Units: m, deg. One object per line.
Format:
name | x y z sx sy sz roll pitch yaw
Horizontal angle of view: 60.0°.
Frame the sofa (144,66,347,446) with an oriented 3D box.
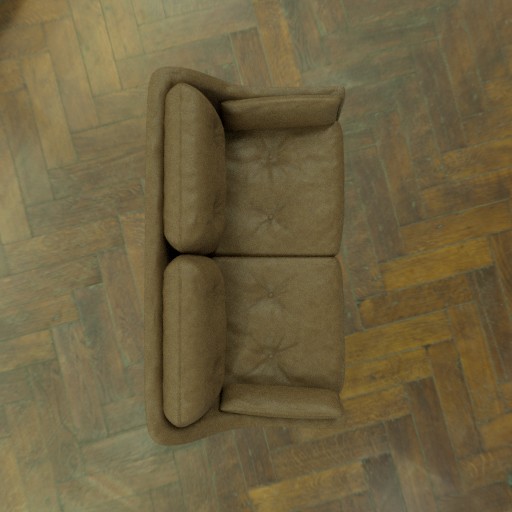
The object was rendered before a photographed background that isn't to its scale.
sofa | 0.000 0.000 2.309 0.981 0.886 1.731 0 88 -1
